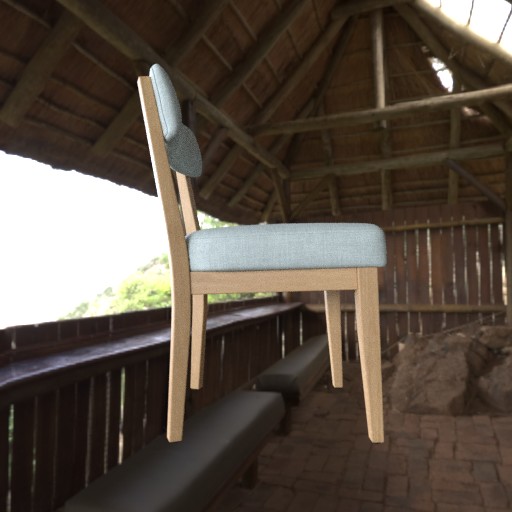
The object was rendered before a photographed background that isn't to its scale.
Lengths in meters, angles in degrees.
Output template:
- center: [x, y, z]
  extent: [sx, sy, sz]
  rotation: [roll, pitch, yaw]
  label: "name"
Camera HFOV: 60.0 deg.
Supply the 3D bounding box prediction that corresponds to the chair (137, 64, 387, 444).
- center: [0.000, 0.000, 1.194]
  extent: [0.572, 0.832, 0.508]
  rotation: [0, -1, -1]
  label: "chair"
